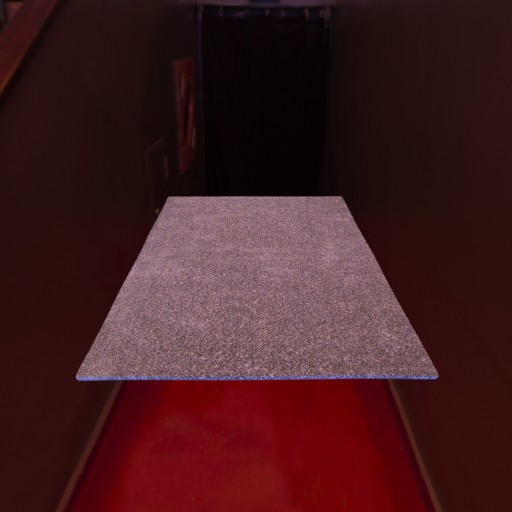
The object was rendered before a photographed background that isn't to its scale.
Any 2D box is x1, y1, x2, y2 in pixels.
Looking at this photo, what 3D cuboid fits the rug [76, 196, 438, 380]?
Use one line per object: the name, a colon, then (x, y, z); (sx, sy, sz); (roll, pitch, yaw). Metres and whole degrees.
rug: (0.000, 0.000, 3.399); (1.802, 0.026, 2.699); (0, 27, 0)
